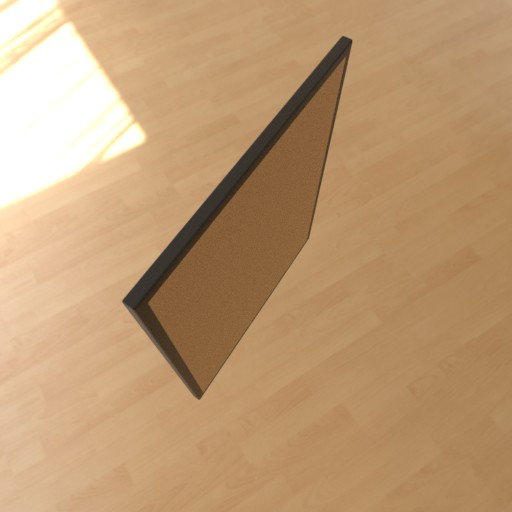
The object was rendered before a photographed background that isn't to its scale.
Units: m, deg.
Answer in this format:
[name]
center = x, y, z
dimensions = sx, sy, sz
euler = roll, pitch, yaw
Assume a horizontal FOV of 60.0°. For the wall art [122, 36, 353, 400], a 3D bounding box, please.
[wall art]
center = 0.000, 0.000, 0.799
dimensions = 0.018, 0.582, 0.481
euler = 30, 67, 14
